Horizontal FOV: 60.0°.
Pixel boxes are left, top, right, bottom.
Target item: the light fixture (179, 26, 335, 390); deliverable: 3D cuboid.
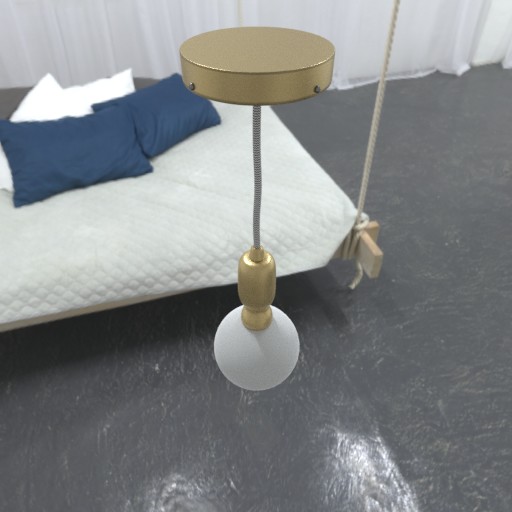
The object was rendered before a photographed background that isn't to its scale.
[{"bbox_3d":[0.000,0.000,0.575,0.146,0.510,0.147,-26,47,-27],"label":"light fixture"}]
